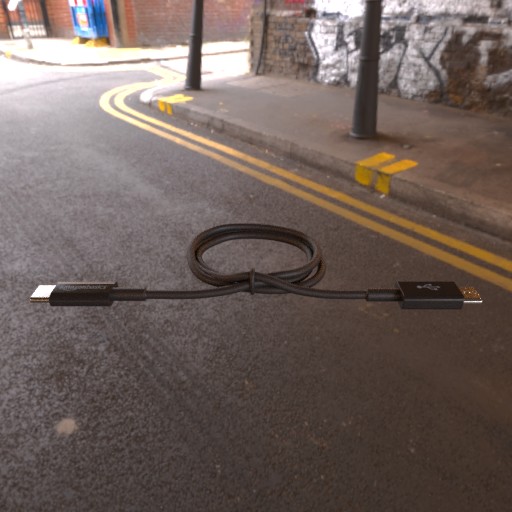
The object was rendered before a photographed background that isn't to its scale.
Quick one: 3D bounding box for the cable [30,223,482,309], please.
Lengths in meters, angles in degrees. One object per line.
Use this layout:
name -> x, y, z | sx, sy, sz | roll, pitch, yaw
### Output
cable -> 0.000, 0.000, 0.215 | 0.192, 0.014, 0.070 | 0, 30, 0
